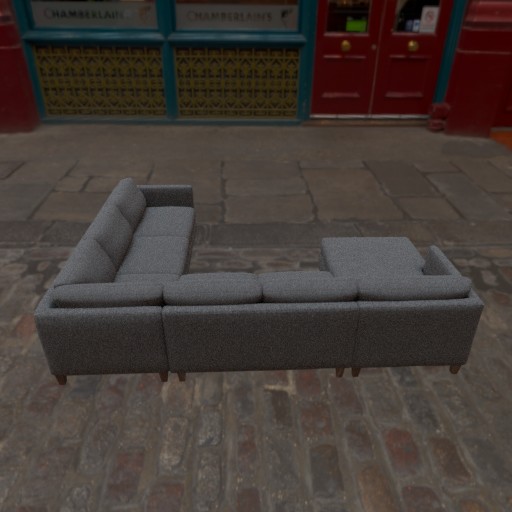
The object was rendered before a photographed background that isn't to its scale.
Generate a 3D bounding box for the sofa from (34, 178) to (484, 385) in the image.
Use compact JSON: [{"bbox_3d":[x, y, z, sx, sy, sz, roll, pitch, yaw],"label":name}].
[{"bbox_3d":[0.000,0.000,4.338,3.238,0.853,2.551,-1,30,-2],"label":"sofa"}]
